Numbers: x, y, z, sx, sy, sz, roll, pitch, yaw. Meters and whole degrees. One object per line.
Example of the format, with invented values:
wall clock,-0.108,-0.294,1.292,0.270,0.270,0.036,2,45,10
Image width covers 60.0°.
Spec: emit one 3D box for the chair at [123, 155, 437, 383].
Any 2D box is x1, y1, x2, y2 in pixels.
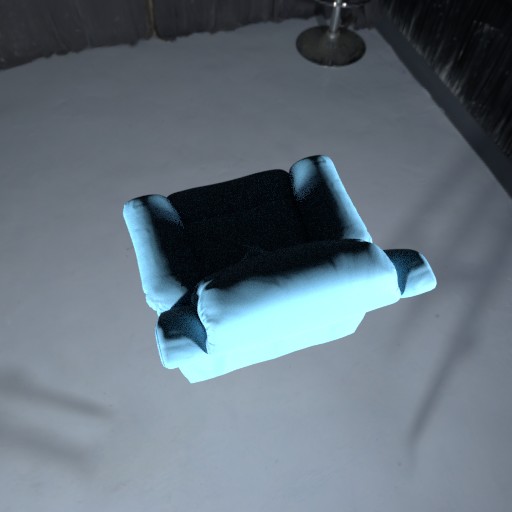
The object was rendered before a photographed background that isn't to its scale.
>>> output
chair,0.000,0.000,1.284,0.680,0.702,0.709,-15,59,-9
